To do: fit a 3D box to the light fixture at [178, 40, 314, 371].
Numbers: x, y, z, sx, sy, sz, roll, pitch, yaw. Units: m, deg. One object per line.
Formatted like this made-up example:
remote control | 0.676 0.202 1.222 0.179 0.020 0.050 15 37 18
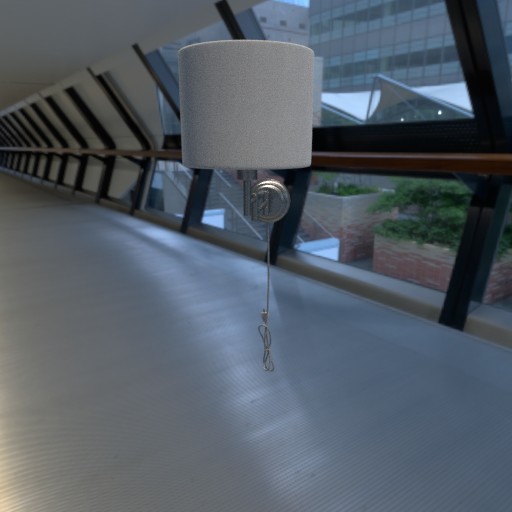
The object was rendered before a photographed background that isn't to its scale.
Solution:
light fixture | 0.000 0.000 1.045 0.253 0.842 0.479 2 15 9
